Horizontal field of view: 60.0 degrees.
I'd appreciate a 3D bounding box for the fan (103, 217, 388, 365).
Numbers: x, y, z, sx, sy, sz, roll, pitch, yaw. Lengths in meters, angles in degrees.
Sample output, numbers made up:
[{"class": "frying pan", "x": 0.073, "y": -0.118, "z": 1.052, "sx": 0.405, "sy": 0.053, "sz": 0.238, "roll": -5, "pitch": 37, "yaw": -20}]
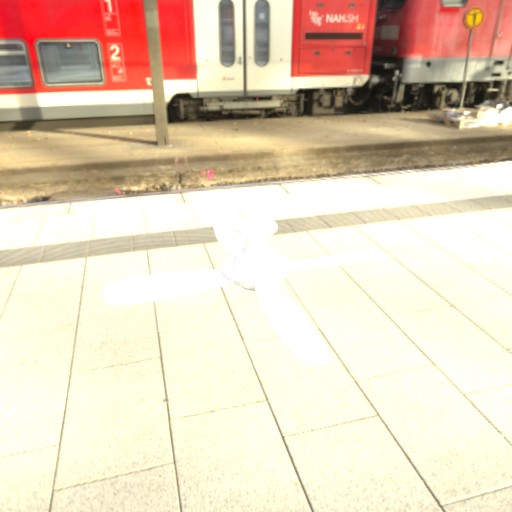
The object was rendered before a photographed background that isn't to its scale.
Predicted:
[{"class": "fan", "x": 0.000, "y": 0.000, "z": 2.530, "sx": 1.694, "sy": 0.382, "sz": 1.693, "roll": -8, "pitch": 28, "yaw": -16}]
